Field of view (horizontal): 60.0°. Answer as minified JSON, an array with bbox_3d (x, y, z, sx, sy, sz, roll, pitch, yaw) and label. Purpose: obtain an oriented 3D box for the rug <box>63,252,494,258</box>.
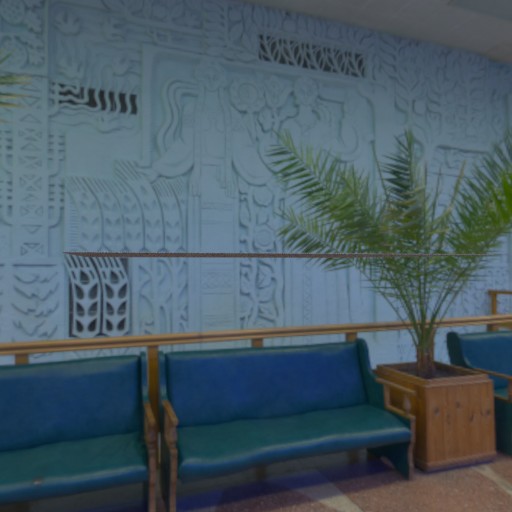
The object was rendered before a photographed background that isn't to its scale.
[{"bbox_3d":[0.000,0.000,4.066,3.035,0.008,2.425,0,-1,-18],"label":"rug"}]
